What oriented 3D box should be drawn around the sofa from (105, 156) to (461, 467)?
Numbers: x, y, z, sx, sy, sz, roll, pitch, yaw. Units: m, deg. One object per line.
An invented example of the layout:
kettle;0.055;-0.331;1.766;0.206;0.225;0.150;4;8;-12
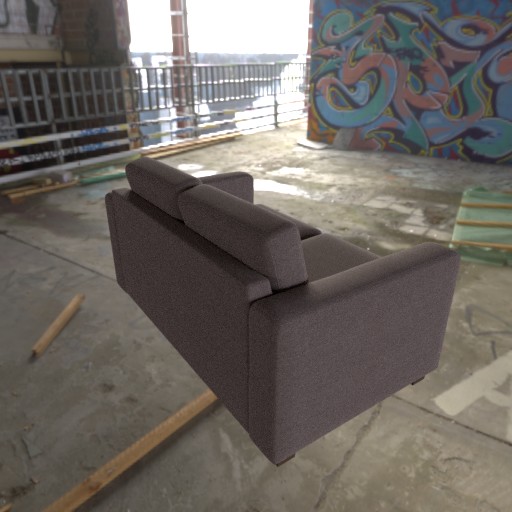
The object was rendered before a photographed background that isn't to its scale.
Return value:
sofa;0.000;0.000;2.044;0.900;0.800;1.520;-16;29;-31
